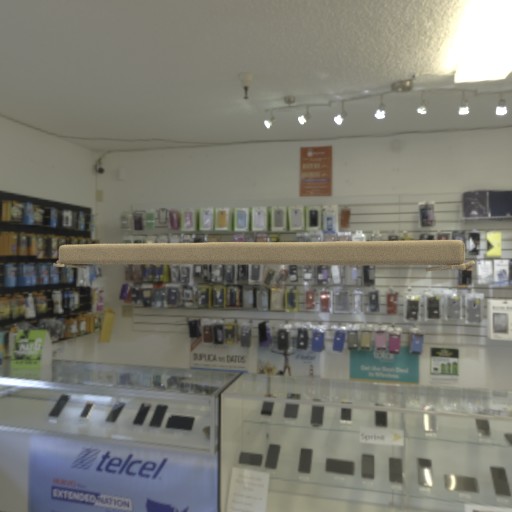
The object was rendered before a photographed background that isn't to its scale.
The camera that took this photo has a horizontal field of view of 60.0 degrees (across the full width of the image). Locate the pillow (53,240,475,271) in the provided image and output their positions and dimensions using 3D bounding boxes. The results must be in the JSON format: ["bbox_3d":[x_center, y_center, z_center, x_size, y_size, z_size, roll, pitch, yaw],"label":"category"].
[{"bbox_3d":[0.000,0.000,1.390,1.187,0.081,0.492,0,-1,16],"label":"pillow"}]
